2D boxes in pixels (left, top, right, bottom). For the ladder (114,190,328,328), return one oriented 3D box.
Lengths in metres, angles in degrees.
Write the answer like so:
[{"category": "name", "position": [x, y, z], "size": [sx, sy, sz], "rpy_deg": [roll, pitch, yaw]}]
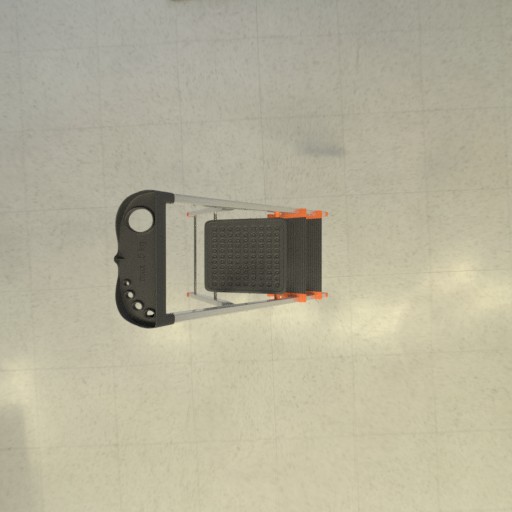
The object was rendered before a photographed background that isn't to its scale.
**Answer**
[{"category": "ladder", "position": [0.000, 0.000, 1.541], "size": [0.686, 1.229, 0.416], "rpy_deg": [0, 91, 1]}]
